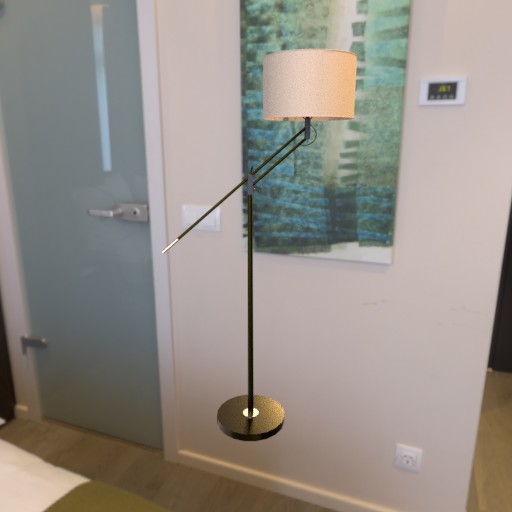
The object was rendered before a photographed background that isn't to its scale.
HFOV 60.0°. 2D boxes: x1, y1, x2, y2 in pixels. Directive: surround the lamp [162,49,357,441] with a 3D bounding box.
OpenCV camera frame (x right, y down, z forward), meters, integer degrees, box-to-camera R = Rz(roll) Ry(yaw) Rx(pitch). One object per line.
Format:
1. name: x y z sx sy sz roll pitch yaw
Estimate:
1. lamp: 0.000 0.000 1.950 0.809 1.635 0.373 -2 15 -8
